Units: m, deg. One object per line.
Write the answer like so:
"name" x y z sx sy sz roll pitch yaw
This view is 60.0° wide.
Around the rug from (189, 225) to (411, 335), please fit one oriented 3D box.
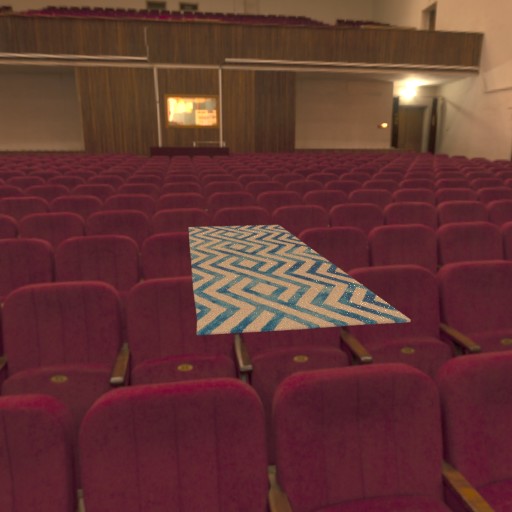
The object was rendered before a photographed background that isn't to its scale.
"rug" 0.000 0.000 1.725 0.503 0.007 1.492 -2 13 -9
